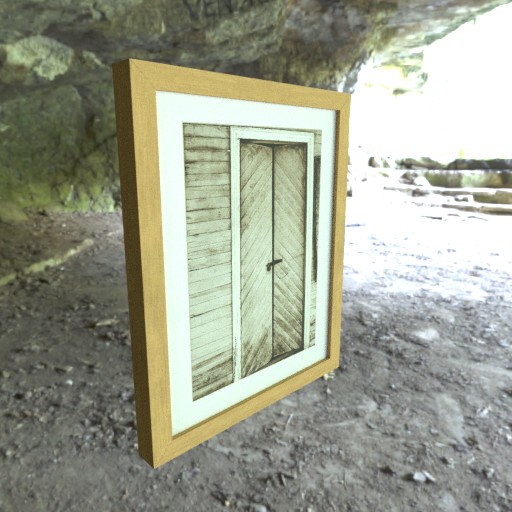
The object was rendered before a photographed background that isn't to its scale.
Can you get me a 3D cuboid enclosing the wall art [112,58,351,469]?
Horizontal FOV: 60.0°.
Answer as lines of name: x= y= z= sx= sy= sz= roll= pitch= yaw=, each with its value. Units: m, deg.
wall art: x=0.000 y=0.000 z=0.514 sx=0.312 sy=0.380 sz=0.030 roll=-12 pitch=18 yaw=-43
